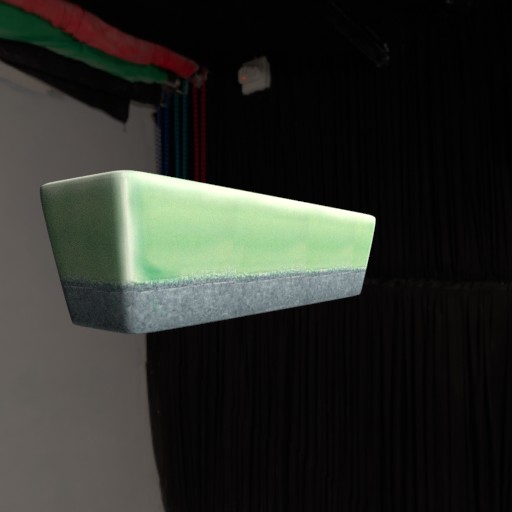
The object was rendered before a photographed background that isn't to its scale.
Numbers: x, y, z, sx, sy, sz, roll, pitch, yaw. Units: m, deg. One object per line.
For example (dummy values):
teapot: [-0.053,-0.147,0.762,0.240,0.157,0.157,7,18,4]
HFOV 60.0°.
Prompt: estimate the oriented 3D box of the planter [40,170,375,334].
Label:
planter: [0.000,0.000,0.308,0.072,0.072,0.275,0,0,36]
